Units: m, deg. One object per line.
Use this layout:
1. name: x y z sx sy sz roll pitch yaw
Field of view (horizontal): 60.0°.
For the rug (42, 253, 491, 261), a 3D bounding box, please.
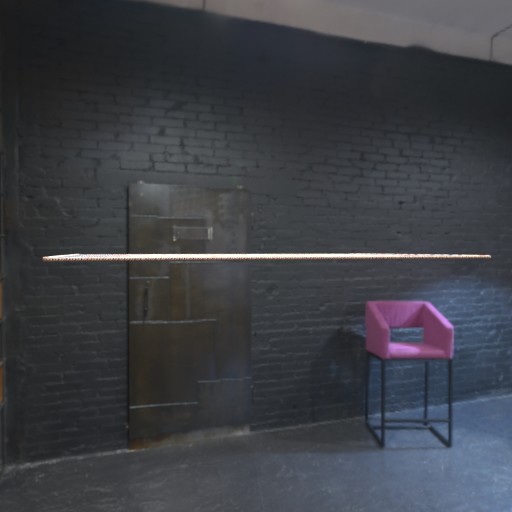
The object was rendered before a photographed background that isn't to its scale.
1. rug: 0.000 0.000 2.284 1.840 0.015 1.225 0 1 -17
